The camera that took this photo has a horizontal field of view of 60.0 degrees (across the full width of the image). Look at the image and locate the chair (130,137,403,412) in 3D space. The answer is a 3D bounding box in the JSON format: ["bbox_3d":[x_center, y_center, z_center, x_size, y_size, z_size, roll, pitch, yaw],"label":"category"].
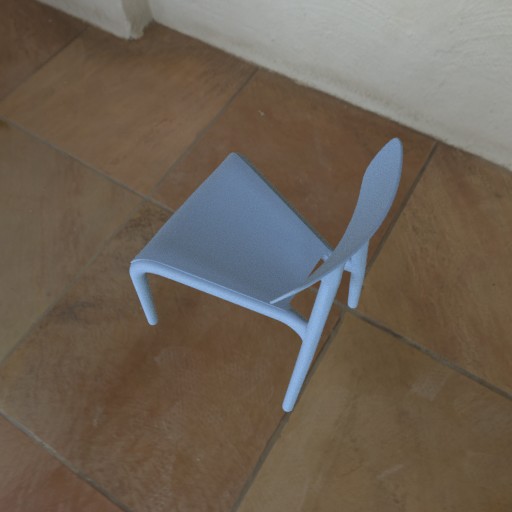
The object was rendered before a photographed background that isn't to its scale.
[{"bbox_3d":[0.000,0.000,0.835,0.401,0.580,0.356,32,67,15],"label":"chair"}]
